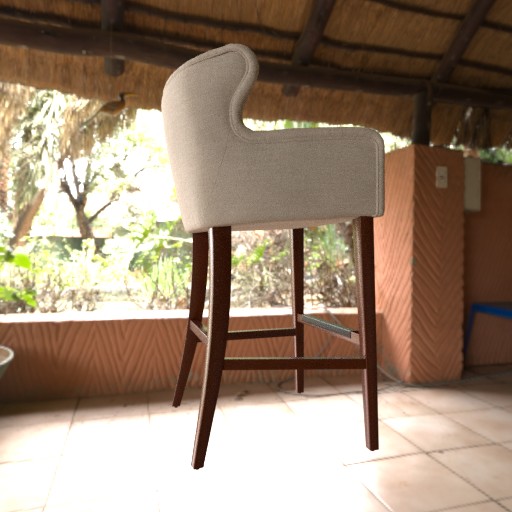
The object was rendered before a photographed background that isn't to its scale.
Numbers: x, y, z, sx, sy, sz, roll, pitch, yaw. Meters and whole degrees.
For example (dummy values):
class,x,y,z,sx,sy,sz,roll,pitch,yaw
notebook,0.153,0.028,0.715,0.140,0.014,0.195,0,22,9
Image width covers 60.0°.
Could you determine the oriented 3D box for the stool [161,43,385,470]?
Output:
class,x,y,z,sx,sy,sz,roll,pitch,yaw
stool,0.000,0.000,1.353,0.563,1.034,0.556,0,0,-17
